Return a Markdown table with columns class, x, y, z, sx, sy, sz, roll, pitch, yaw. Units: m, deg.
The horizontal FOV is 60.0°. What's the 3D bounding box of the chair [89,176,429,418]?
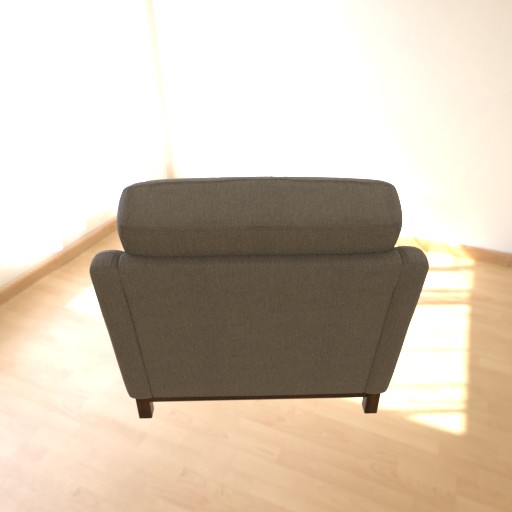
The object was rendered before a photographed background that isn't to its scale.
| class | x | y | z | sx | sy | sz | roll | pitch | yaw |
| --- | --- | --- | --- | --- | --- | --- | --- | --- | --- |
| chair | 0.000 | 0.000 | 1.527 | 0.826 | 0.821 | 0.892 | -1 | 31 | -1 |
